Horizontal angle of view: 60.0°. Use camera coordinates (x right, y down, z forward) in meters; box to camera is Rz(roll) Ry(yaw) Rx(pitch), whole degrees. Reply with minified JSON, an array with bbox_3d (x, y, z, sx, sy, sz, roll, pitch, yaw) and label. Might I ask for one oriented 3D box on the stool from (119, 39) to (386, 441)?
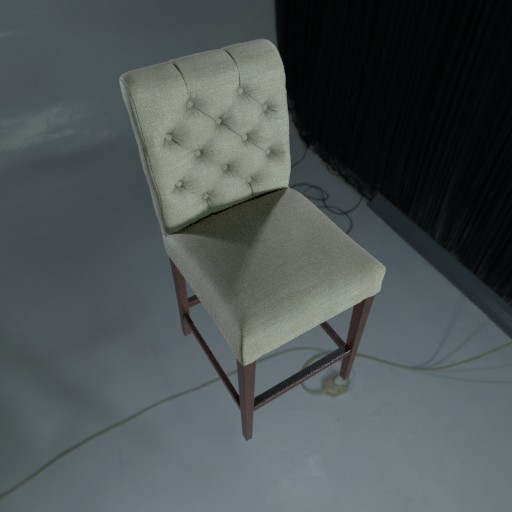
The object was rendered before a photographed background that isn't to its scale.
[{"bbox_3d":[0.000,0.000,1.432,0.486,1.084,0.660,-24,52,-21],"label":"stool"}]
